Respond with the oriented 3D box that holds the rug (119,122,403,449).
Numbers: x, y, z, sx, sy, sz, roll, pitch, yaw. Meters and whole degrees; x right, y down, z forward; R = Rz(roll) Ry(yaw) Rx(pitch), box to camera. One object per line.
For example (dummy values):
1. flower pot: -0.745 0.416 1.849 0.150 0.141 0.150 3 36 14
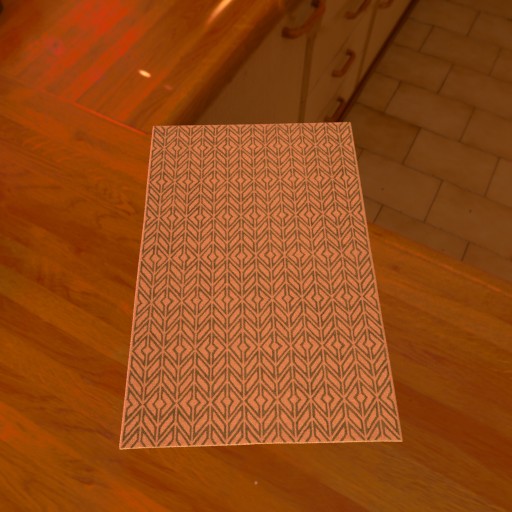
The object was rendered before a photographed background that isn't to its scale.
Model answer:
1. rug: 0.000 0.000 2.322 1.220 0.007 1.828 -1 63 -1
